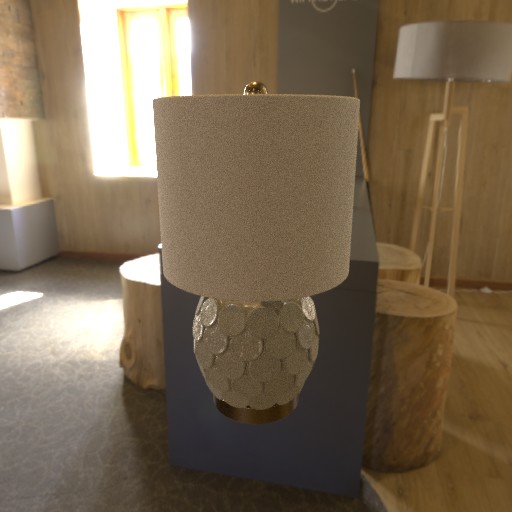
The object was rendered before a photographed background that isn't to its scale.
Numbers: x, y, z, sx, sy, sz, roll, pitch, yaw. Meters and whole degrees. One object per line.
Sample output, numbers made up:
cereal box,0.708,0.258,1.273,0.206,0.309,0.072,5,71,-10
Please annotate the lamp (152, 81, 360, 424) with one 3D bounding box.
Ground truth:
lamp,0.000,0.000,0.614,0.254,0.452,0.254,0,17,0
